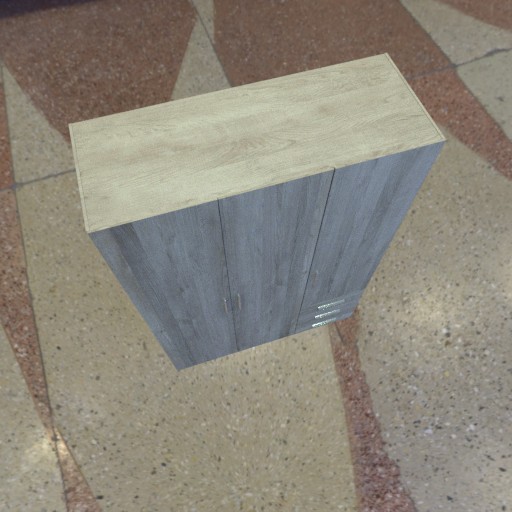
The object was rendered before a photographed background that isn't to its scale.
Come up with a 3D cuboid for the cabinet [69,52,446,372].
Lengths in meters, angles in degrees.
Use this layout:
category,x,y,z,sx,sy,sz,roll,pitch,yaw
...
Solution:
category,x,y,z,sx,sy,sz,roll,pitch,yaw
cabinet,0.000,0.000,2.458,1.290,1.910,0.510,-16,63,-8
